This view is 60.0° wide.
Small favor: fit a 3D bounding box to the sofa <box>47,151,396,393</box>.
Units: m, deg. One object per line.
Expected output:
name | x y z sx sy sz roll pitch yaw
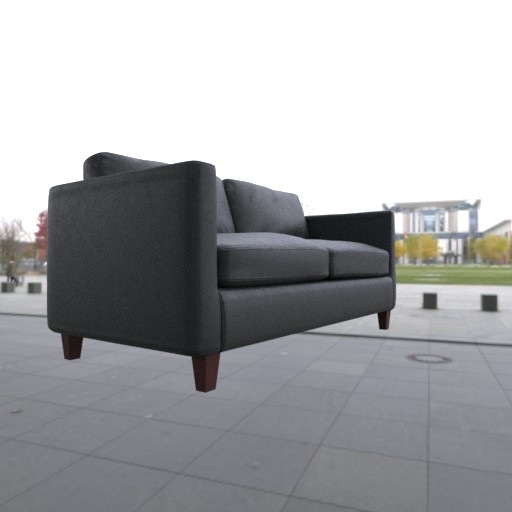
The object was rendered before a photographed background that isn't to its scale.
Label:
sofa | 0.000 0.000 2.421 0.951 0.933 1.883 0 -1 36
